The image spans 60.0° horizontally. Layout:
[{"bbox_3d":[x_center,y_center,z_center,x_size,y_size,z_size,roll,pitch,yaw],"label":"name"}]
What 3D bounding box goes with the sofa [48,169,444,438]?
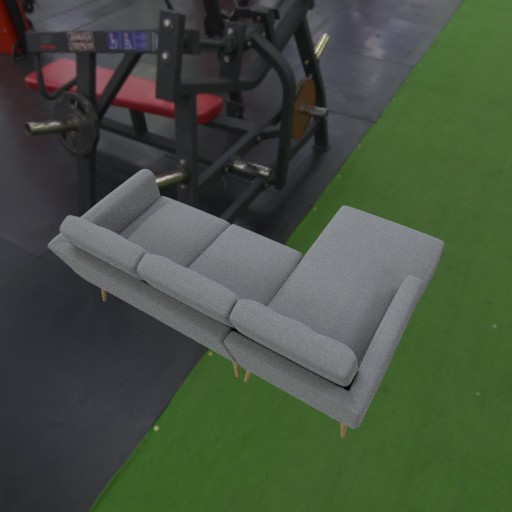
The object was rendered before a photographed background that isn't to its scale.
[{"bbox_3d":[0.000,0.000,2.868,2.040,0.860,1.530,24,51,21],"label":"sofa"}]
